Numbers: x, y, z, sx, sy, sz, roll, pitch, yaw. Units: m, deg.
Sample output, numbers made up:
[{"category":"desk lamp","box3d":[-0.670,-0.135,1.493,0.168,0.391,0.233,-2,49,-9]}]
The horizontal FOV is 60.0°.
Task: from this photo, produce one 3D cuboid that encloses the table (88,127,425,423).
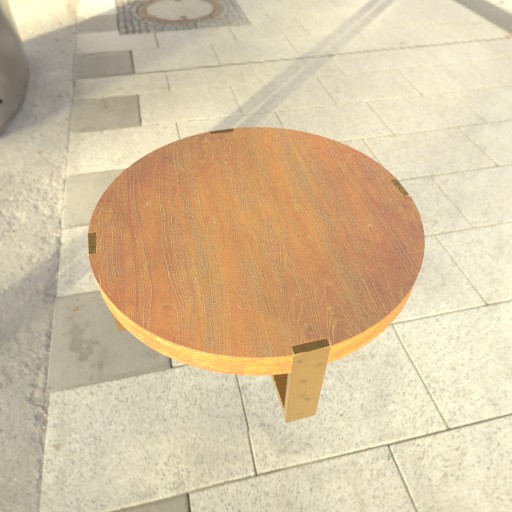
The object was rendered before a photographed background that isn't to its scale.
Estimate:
[{"category":"table","box3d":[0.000,0.000,1.650,1.100,0.420,1.100,0,47,0]}]
